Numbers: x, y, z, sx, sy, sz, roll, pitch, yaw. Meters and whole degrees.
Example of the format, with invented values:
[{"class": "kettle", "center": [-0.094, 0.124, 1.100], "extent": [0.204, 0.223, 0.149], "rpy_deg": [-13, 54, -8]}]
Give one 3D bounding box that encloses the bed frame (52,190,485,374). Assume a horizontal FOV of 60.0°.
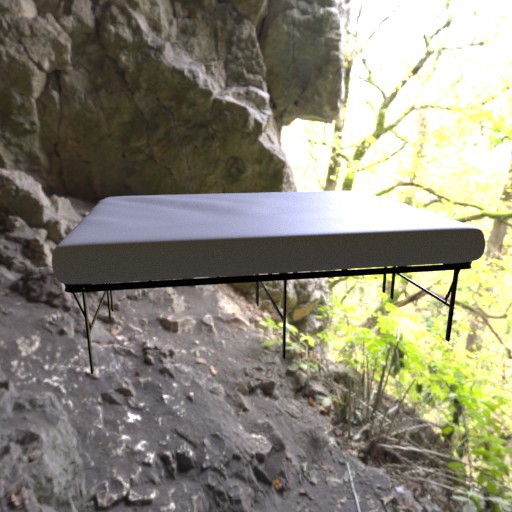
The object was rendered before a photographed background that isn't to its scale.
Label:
[{"class": "bed frame", "center": [0.000, 0.000, 2.873], "extent": [2.151, 0.667, 1.584], "rpy_deg": [-3, 16, -10]}]
